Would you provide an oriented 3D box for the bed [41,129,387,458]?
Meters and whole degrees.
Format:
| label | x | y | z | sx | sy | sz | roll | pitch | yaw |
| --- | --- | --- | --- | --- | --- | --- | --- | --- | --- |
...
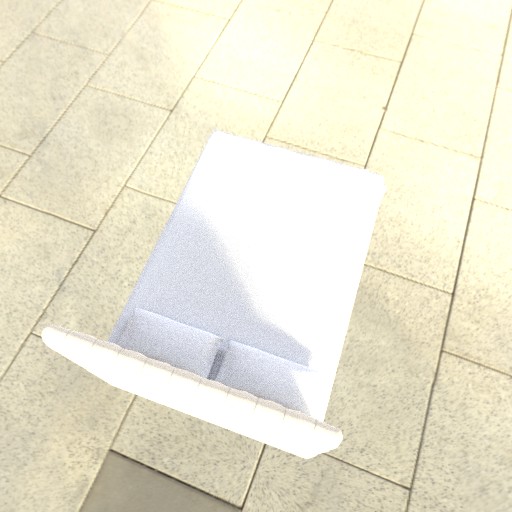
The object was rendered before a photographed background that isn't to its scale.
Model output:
| label | x | y | z | sx | sy | sz | roll | pitch | yaw |
| --- | --- | --- | --- | --- | --- | --- | --- | --- | --- |
| bed | 0.000 | 0.000 | 3.388 | 1.698 | 1.427 | 2.387 | 18 | 66 | 8 |
